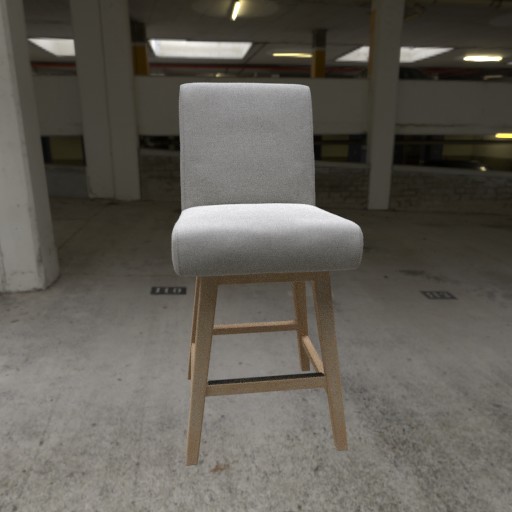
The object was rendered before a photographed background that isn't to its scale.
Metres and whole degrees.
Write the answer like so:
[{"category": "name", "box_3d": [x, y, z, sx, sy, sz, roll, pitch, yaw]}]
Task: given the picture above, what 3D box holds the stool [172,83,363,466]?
[{"category": "stool", "box_3d": [0.000, 0.000, 1.423, 0.507, 1.085, 0.606, -2, 16, -7]}]
